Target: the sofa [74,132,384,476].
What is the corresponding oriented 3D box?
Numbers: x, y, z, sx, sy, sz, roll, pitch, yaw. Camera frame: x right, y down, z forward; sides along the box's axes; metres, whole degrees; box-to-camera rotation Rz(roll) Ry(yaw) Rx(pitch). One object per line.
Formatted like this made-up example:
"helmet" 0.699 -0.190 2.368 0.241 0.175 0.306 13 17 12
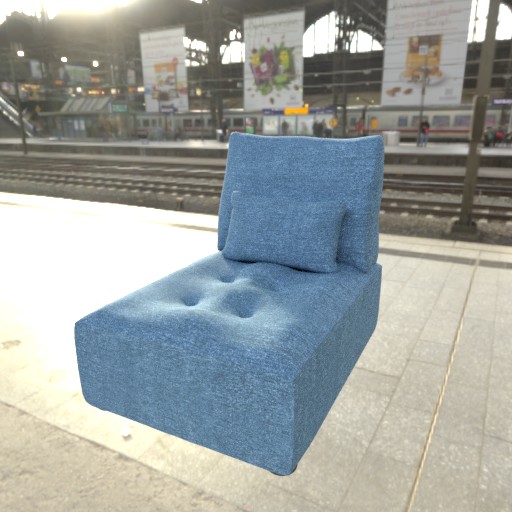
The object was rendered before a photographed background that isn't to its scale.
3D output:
"sofa" 0.000 0.000 1.540 0.700 0.820 1.000 8 18 26
